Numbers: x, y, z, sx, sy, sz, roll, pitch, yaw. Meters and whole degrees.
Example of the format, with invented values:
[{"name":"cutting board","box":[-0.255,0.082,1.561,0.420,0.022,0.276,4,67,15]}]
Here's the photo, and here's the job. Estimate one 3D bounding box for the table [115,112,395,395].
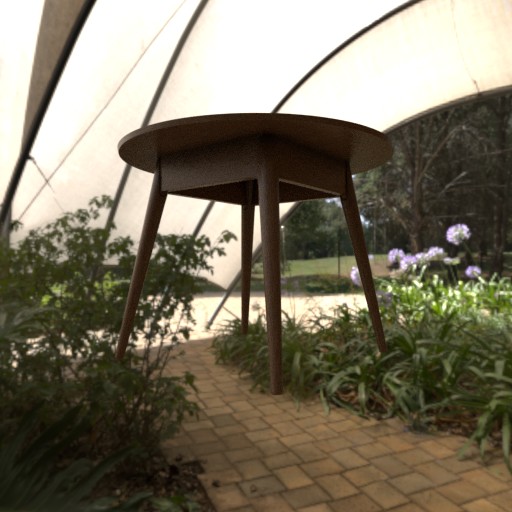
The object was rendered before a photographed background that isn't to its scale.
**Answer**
[{"name":"table","box":[0.000,0.000,1.757,1.053,0.786,1.053,0,-1,0]}]
